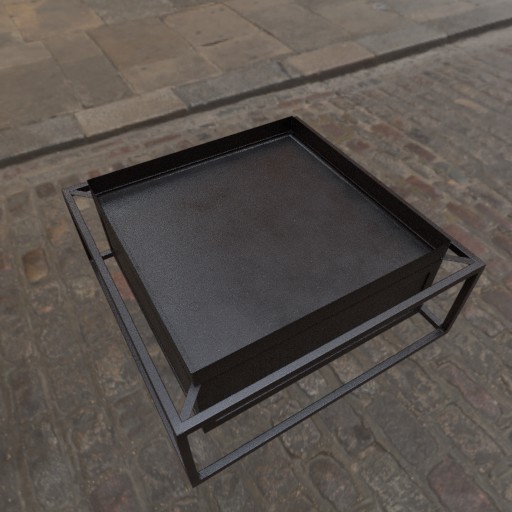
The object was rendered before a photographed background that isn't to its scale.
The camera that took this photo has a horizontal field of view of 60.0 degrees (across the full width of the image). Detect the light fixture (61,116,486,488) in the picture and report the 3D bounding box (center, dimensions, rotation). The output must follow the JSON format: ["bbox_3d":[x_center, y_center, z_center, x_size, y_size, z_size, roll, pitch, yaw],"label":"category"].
[{"bbox_3d":[0.000,0.000,0.680,0.441,0.191,0.441,-23,51,-20],"label":"light fixture"}]
